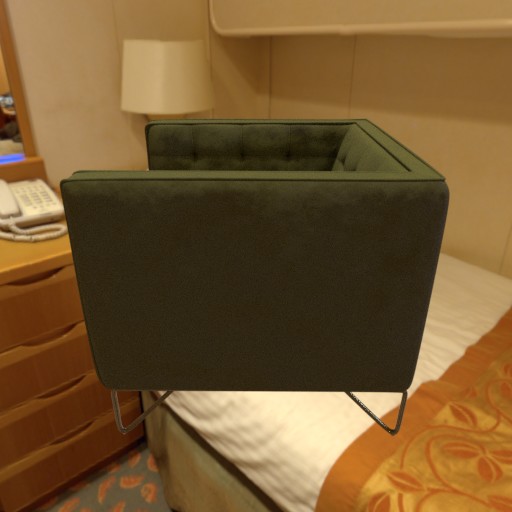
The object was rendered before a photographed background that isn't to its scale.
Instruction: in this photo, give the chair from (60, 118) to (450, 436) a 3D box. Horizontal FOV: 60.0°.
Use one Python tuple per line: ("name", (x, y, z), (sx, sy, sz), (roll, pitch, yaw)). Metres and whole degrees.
("chair", (0.000, 0.000, 1.518), (0.894, 0.790, 0.880), (0, 26, 1))
